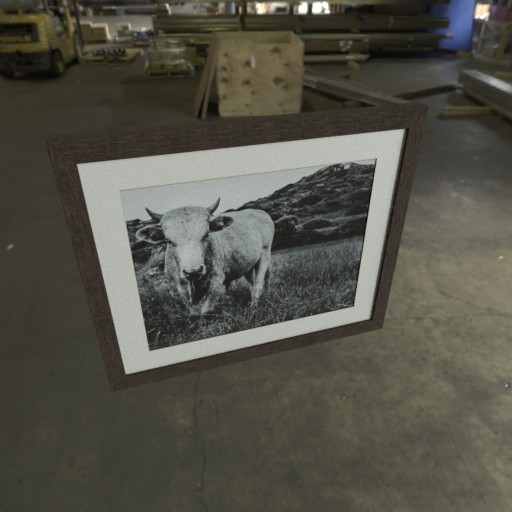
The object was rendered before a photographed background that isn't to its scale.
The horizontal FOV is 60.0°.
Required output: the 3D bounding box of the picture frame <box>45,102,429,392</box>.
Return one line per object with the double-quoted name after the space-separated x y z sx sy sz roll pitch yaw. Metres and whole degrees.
0.000 0.000 0.743 0.546 0.455 0.026 -10 34 -15 "picture frame"
